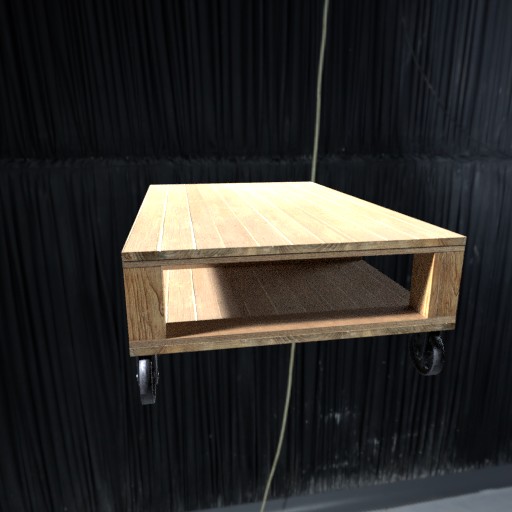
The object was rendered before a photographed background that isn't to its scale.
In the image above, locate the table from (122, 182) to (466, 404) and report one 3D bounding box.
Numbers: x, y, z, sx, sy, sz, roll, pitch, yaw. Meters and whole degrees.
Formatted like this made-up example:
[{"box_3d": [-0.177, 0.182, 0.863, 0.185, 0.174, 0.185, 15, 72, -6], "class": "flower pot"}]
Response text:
[{"box_3d": [0.000, 0.000, 1.701, 0.827, 0.413, 1.299, -3, 16, -10], "class": "table"}]
